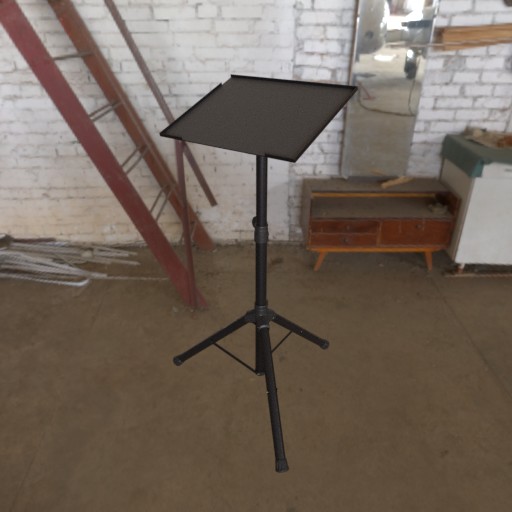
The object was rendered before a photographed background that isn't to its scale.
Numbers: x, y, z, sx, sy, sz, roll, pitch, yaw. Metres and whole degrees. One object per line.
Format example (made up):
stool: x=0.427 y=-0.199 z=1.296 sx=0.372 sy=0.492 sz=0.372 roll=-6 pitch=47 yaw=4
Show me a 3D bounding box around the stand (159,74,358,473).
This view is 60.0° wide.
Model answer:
stand: x=0.000 y=0.000 z=1.630 sx=0.702 sy=1.198 sz=0.702 roll=18 pitch=34 yaw=29
